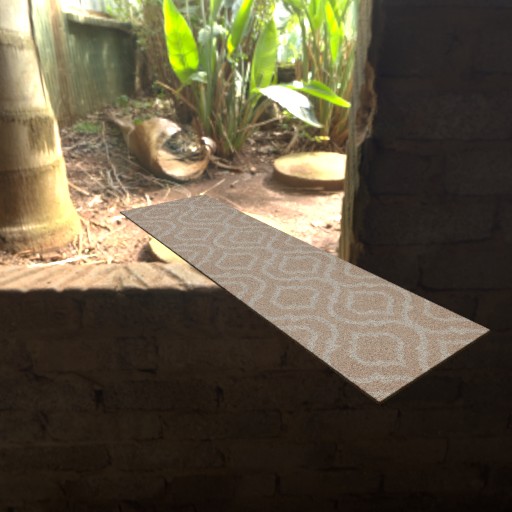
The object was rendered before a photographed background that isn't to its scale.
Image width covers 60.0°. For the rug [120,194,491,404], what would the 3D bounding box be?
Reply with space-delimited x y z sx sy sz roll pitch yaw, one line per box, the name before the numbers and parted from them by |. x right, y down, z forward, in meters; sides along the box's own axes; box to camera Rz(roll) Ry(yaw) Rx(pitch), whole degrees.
rug | 0.000 0.000 2.451 0.691 0.013 2.289 -17 30 -32
